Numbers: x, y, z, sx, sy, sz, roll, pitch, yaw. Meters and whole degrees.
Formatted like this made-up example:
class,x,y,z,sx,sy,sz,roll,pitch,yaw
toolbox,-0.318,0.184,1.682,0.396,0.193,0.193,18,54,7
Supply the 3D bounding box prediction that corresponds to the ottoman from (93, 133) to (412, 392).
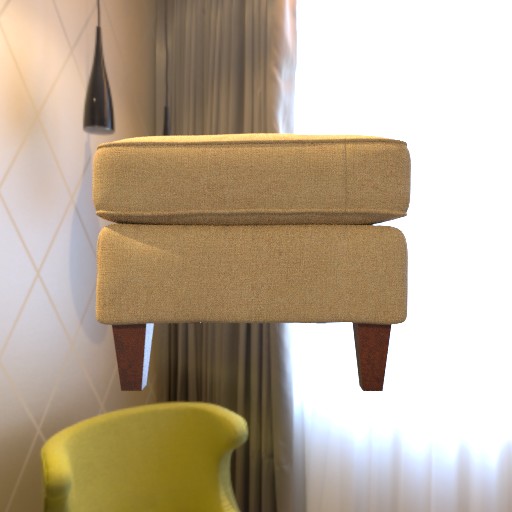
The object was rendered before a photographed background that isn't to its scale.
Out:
class,x,y,z,sx,sy,sz,roll,pitch,yaw
ottoman,0.000,0.000,1.192,0.583,0.484,0.862,0,1,1
